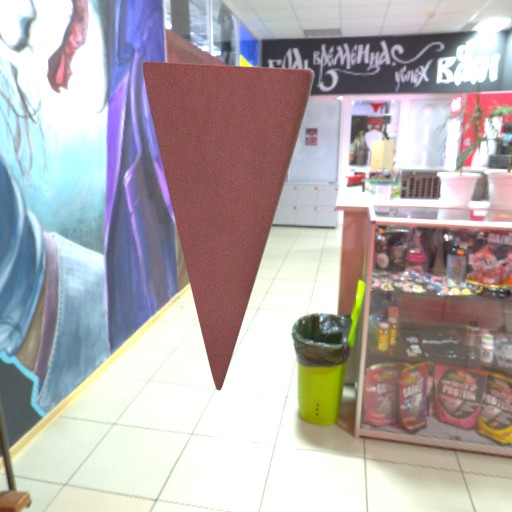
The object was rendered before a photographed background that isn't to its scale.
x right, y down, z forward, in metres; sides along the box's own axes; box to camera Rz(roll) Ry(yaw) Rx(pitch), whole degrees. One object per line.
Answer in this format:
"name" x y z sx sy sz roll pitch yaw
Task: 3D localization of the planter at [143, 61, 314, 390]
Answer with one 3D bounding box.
"planter" 0.000 0.000 0.162 0.047 0.130 0.058 14 21 42
